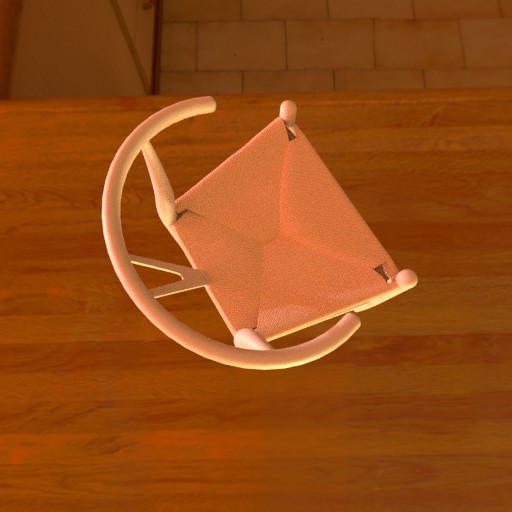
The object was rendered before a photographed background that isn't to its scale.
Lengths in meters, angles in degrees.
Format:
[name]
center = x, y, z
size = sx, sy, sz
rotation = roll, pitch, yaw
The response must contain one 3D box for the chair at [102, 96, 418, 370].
[chair]
center = 0.000, 0.000, 1.074
size = 0.500, 0.736, 0.533
rotation = -31, 78, -7
